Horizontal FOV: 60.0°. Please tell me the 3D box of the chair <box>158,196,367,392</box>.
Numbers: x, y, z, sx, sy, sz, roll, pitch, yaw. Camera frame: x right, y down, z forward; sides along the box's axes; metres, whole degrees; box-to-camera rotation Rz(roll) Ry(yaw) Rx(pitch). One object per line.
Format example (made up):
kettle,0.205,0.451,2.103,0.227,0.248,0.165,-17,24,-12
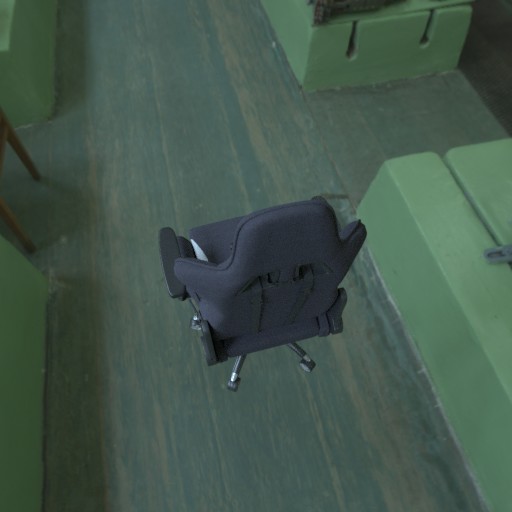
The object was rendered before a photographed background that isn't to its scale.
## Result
chair,0.000,0.000,1.751,0.730,1.300,0.695,-13,58,-8
